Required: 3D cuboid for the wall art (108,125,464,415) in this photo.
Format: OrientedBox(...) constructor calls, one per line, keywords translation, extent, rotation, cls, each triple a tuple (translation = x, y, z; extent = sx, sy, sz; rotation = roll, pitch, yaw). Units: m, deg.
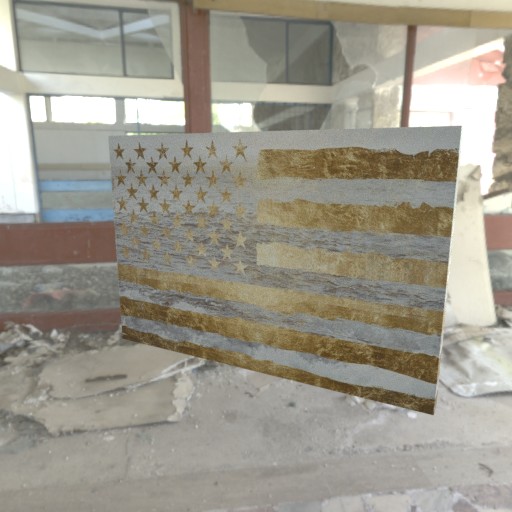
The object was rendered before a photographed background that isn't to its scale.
OrientedBox(translation=(0.000, 0.000, 0.756), extent=(0.606, 0.407, 0.041), rotation=(6, 14, 27), cls="wall art")
